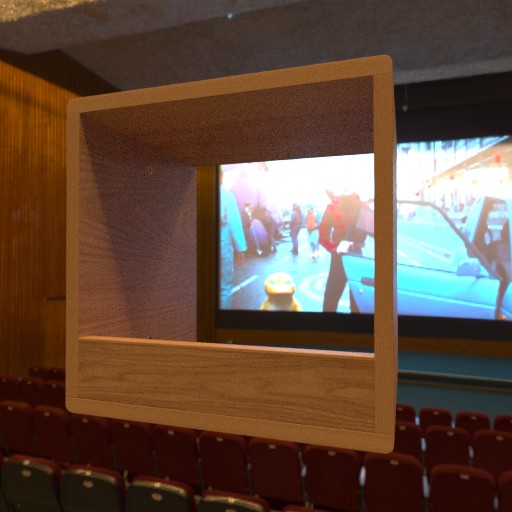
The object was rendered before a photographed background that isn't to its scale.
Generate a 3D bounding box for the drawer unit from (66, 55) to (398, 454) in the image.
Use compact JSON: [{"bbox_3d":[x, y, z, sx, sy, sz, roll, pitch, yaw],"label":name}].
[{"bbox_3d":[0.000,0.000,0.572,0.344,0.344,0.290,0,-1,18],"label":"drawer unit"}]
